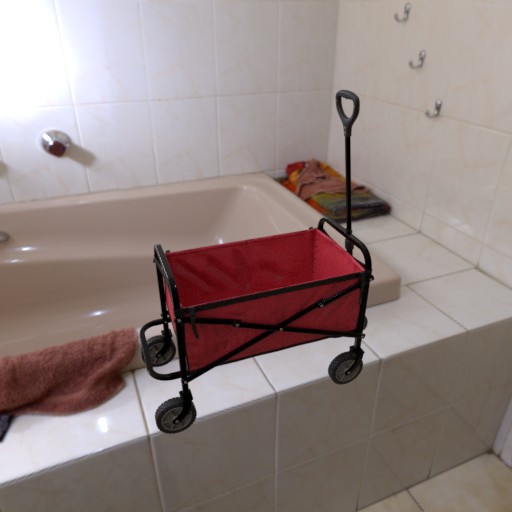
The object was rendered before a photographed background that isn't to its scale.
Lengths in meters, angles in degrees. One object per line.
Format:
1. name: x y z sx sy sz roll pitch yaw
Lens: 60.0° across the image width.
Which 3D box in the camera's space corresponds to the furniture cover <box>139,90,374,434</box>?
1. furniture cover: 0.000 0.000 1.883 1.038 1.295 0.532 -10 30 -18
